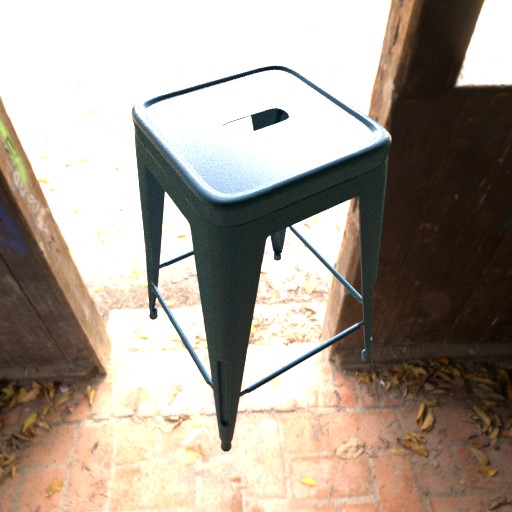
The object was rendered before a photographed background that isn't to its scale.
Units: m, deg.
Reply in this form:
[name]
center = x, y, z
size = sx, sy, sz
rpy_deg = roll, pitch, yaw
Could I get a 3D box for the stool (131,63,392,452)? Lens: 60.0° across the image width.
[stool]
center = 0.000, 0.000, 0.887
size = 0.410, 0.608, 0.410
rpy_deg = -25, 52, -21
